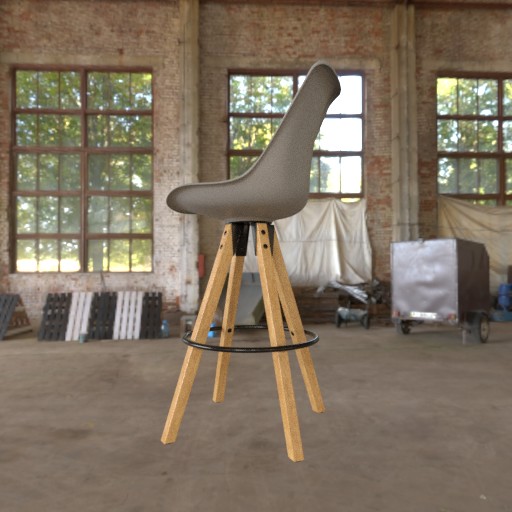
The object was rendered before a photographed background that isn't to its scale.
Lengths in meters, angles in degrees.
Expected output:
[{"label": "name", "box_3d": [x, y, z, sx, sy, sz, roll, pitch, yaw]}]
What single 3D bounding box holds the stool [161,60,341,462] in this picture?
[{"label": "stool", "box_3d": [0.000, 0.000, 1.455, 0.550, 1.115, 0.485, 0, -1, 17]}]
